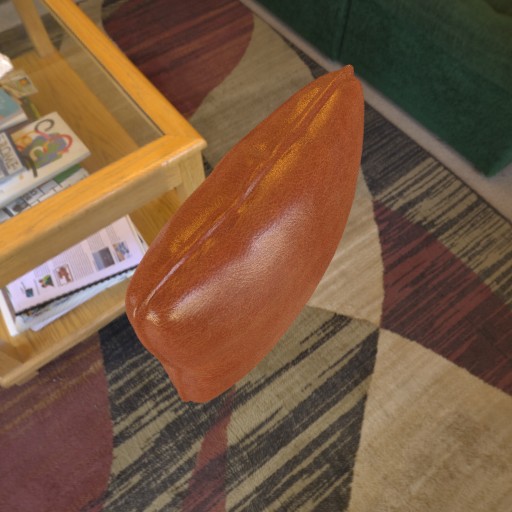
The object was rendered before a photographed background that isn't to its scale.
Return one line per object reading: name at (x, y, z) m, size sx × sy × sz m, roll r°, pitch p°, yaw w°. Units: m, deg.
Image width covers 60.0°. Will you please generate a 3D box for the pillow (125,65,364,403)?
pillow at (0.000, 0.000, 0.819) m, size 0.236 × 0.523 × 0.532 m, roll 31°, pitch 66°, yaw 16°
